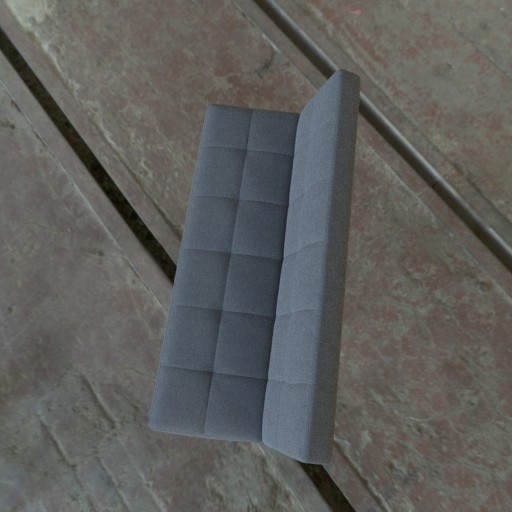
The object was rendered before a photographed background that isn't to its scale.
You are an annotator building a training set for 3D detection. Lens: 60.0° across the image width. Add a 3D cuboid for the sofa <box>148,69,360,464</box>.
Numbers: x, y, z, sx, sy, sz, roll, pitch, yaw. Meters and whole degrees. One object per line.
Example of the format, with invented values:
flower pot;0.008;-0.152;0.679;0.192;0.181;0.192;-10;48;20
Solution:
sofa;0.000;0.000;2.287;0.820;0.770;1.820;7;74;2
